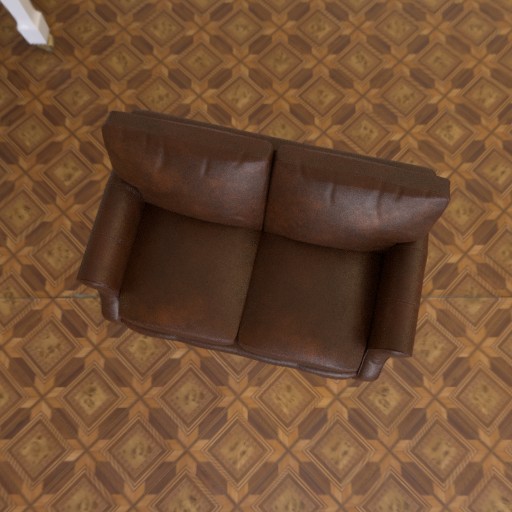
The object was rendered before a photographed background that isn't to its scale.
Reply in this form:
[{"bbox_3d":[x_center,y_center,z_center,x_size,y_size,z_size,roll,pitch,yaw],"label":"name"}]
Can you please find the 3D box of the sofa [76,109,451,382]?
[{"bbox_3d":[0.000,0.000,2.223,1.616,0.976,0.990,12,75,3],"label":"sofa"}]
